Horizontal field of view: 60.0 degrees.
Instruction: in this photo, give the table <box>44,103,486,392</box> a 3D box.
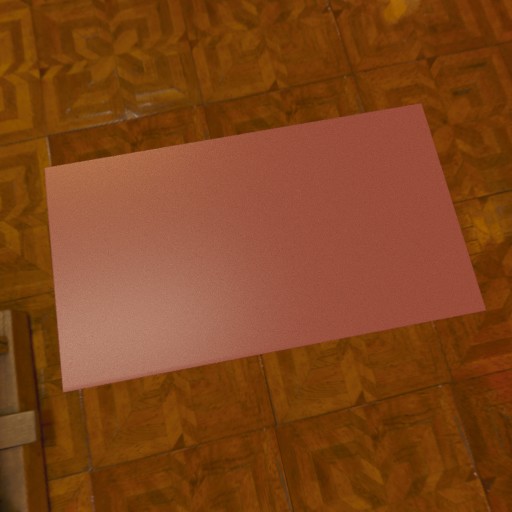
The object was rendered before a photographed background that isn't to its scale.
[{"bbox_3d":[0.000,0.000,1.407,1.068,0.493,0.612,-10,77,-3],"label":"table"}]
